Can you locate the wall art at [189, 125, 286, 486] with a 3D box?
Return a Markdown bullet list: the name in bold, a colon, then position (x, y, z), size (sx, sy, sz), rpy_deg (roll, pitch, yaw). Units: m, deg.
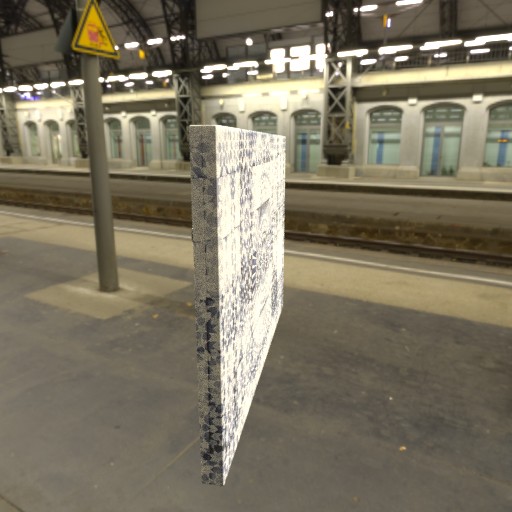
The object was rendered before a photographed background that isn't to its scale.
- **wall art**: position (0.000, 0.000, 0.759), size (0.030, 0.406, 0.608), rpy_deg (2, 14, 10)
